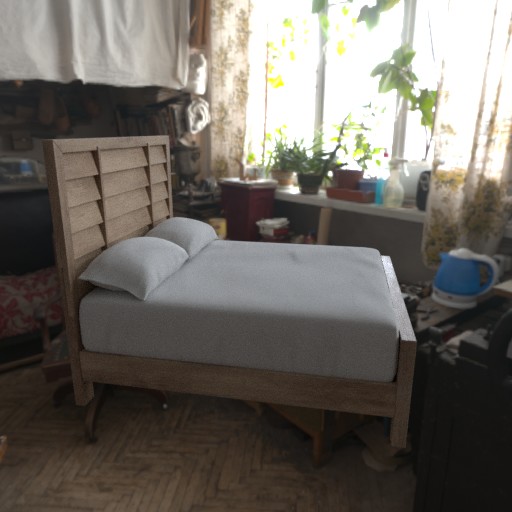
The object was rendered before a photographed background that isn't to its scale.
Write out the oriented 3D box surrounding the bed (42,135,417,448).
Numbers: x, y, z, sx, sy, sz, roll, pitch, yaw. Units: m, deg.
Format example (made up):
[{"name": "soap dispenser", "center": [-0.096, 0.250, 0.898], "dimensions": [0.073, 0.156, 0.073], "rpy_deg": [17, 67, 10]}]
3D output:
[{"name": "bed", "center": [0.000, 0.000, 3.161], "dimensions": [2.017, 1.631, 1.615], "rpy_deg": [3, 16, 11]}]
